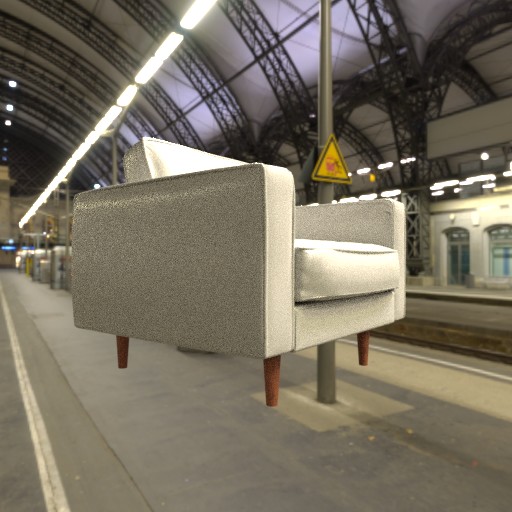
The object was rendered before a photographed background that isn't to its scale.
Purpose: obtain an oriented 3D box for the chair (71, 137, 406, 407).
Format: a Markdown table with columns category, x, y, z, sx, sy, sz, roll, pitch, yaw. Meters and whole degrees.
| category | x | y | z | sx | sy | sz | roll | pitch | yaw |
| --- | --- | --- | --- | --- | --- | --- | --- | --- | --- |
| chair | 0.000 | 0.000 | 1.529 | 0.843 | 0.773 | 0.928 | 0 | -1 | 38 |
